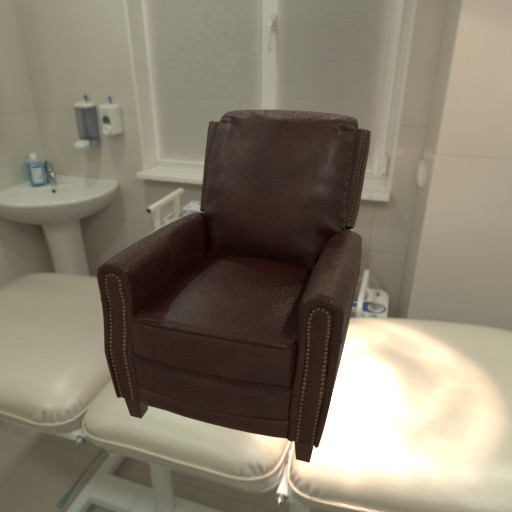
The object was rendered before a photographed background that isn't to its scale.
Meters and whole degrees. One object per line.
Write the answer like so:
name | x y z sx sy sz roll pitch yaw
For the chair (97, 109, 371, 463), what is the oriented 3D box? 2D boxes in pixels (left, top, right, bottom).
chair | 0.000 0.000 1.791 0.826 1.022 1.089 8 27 16
